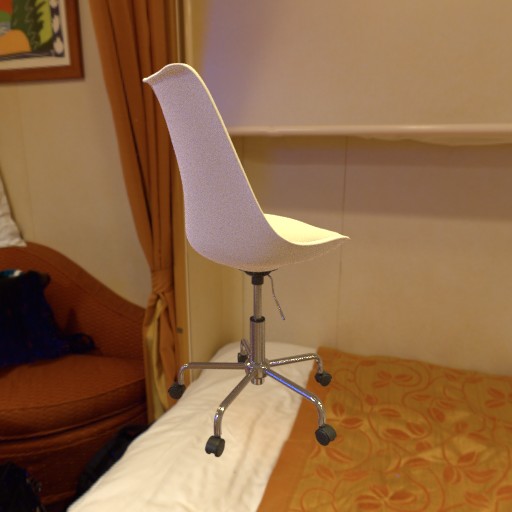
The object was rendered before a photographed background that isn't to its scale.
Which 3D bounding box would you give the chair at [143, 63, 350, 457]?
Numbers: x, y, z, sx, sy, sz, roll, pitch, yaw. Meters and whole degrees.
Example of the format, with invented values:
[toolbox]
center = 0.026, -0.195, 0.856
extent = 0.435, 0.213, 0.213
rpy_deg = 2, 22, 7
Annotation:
[chair]
center = 0.000, 0.000, 1.245
extent = 0.550, 0.930, 0.550
rpy_deg = -7, 15, -26
